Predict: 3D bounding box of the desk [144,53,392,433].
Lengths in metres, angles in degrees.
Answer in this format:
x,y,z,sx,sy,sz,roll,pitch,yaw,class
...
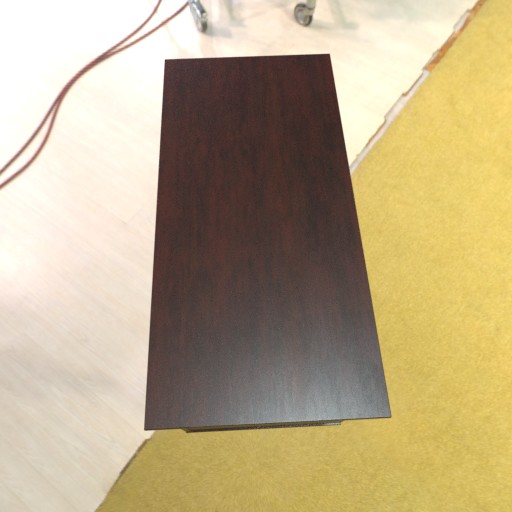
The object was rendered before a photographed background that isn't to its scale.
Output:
x,y,z,sx,sy,sz,roll,pitch,yaw,class
0.000,0.000,1.707,0.612,0.758,1.277,-3,65,-1,desk
